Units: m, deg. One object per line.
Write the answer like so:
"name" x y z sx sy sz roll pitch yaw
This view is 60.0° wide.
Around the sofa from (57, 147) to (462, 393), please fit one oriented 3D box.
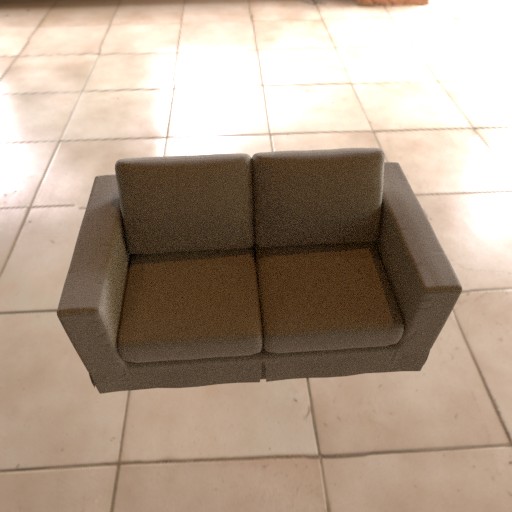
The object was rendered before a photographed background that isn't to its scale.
"sofa" 0.000 0.000 2.414 1.813 0.932 1.009 -3 47 -3
